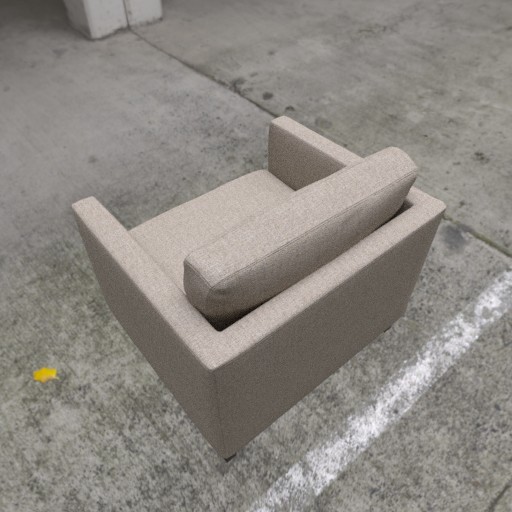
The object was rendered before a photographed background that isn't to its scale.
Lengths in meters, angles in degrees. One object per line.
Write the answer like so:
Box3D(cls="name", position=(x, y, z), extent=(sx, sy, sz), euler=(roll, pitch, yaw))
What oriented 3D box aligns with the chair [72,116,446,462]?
Box3D(cls="chair", position=(0.000, 0.000, 1.849), extent=(1.107, 0.961, 0.959), euler=(-30, 53, -27))
